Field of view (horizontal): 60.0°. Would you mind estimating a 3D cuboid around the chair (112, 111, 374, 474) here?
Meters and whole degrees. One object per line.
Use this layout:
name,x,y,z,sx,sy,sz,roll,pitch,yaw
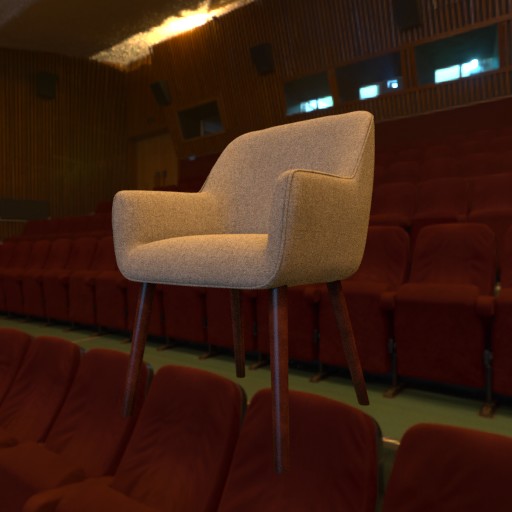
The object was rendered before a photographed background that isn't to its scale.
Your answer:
chair,0.000,0.000,1.160,0.543,0.803,0.519,1,1,37
